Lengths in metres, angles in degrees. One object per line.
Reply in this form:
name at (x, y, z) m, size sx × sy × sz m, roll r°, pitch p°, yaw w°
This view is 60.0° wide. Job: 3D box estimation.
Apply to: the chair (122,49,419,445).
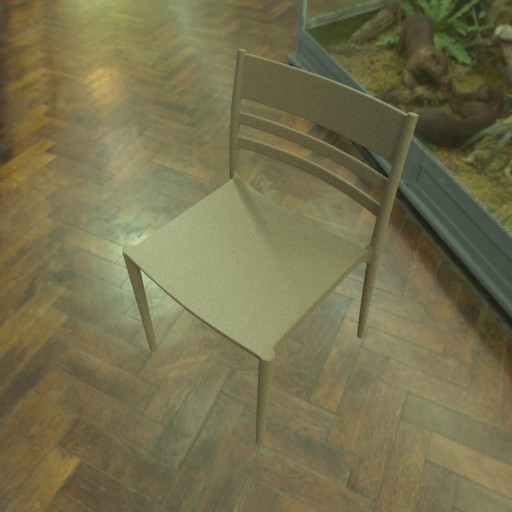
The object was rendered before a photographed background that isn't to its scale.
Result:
chair at (0.000, 0.000, 1.152) m, size 0.531 × 0.800 × 0.511 m, roll 32°, pitch 55°, yaw 26°
